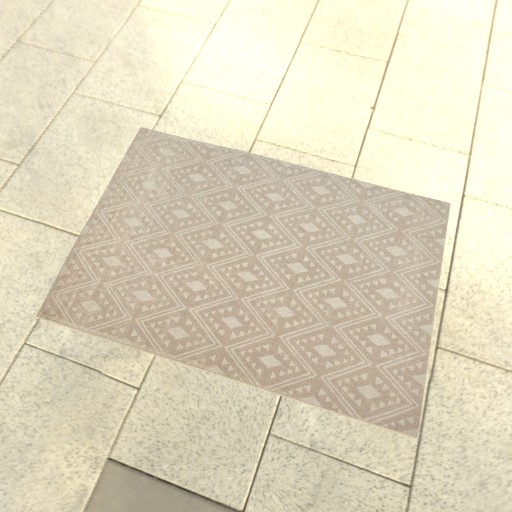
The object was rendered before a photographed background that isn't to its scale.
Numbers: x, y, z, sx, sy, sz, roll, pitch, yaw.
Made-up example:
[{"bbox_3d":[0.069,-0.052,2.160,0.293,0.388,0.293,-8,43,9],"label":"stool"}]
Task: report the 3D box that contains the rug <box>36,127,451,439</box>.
[{"bbox_3d":[0.000,0.000,2.268,1.829,0.034,1.252,16,65,8],"label":"rug"}]
